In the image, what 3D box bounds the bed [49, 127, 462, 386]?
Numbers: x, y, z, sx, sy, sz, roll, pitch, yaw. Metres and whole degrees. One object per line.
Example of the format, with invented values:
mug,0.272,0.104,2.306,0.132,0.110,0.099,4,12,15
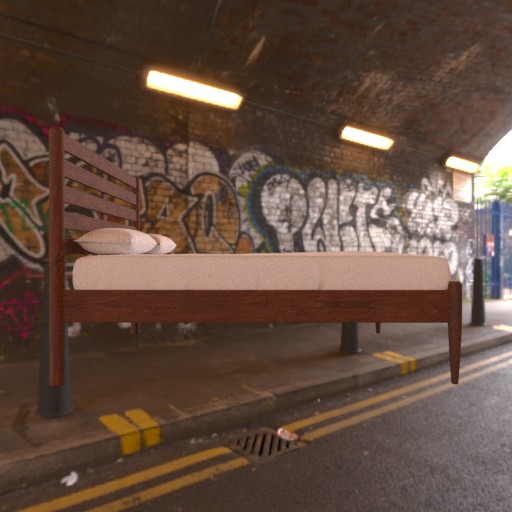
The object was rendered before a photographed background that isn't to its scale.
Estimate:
bed,0.000,0.000,2.973,2.093,1.304,1.509,0,0,0
